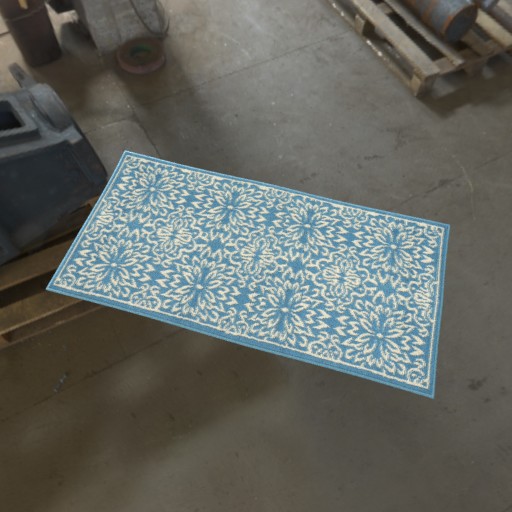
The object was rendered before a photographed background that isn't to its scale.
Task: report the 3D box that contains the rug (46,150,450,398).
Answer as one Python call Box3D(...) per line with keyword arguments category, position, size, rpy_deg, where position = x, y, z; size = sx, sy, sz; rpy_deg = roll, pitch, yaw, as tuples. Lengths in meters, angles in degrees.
Box3D(category="rug", position=(0.000, 0.000, 1.468), size=(1.219, 0.007, 0.604), rpy_deg=(14, 62, 8))
